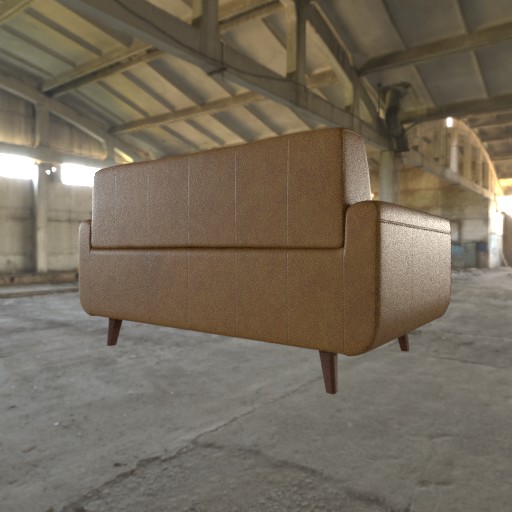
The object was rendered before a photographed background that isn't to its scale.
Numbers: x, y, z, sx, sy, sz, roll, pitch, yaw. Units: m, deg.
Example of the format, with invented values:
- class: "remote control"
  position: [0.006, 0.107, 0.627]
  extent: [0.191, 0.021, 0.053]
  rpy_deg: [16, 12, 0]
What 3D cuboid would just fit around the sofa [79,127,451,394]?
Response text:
- class: "sofa"
  position: [0.000, 0.000, 2.234]
  extent: [1.651, 0.925, 0.952]
  rpy_deg: [1, 1, 37]
